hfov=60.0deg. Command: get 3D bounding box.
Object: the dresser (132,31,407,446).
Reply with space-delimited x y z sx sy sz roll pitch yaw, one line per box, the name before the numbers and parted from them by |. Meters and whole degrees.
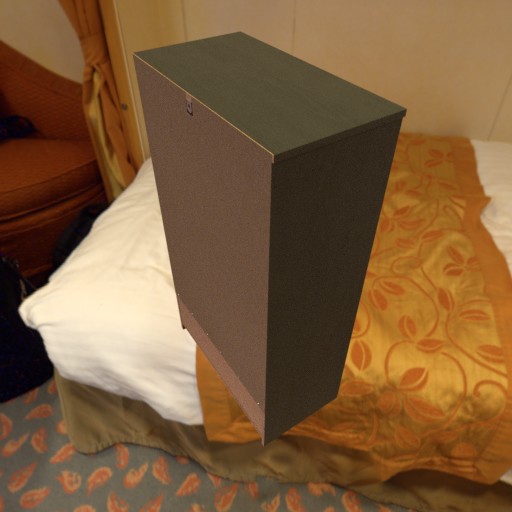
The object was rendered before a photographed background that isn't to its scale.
dresser | 0.000 0.000 1.568 0.399 1.255 0.704 -24 48 -24
